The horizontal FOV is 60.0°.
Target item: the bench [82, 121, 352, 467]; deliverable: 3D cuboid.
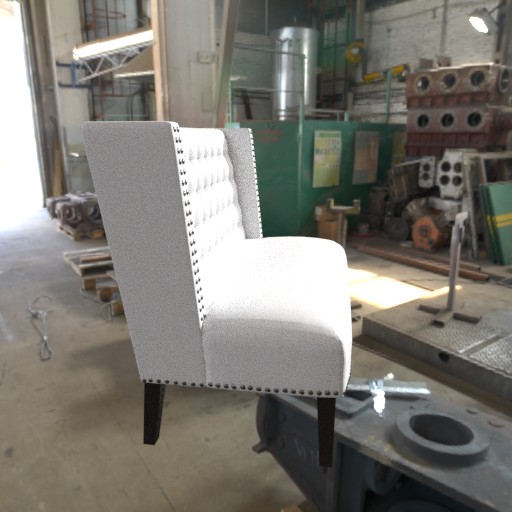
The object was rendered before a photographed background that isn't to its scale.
[{"bbox_3d":[0.000,0.000,1.991,0.847,1.123,1.280,3,15,10],"label":"bench"}]
